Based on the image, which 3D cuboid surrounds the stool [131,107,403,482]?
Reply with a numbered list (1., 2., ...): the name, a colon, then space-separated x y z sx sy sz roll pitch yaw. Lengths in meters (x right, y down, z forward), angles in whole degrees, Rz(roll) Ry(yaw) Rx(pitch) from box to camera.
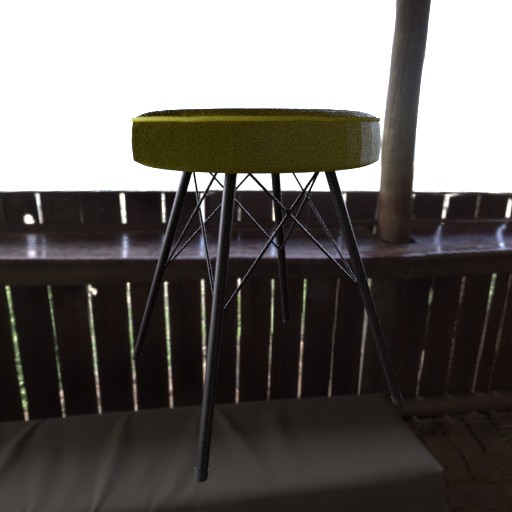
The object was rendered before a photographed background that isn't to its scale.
1. stool: 0.000 0.000 0.810 0.409 0.508 0.409 -9 19 -27
